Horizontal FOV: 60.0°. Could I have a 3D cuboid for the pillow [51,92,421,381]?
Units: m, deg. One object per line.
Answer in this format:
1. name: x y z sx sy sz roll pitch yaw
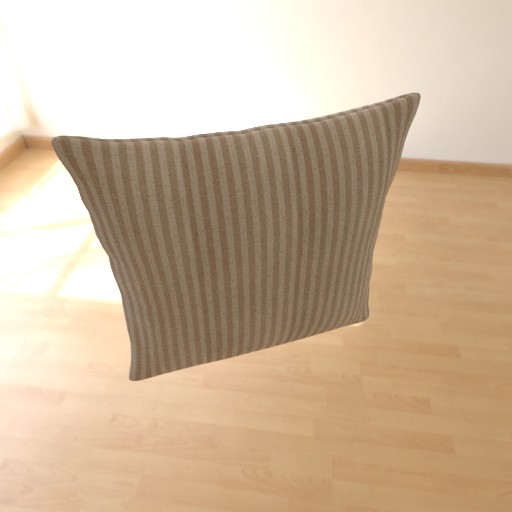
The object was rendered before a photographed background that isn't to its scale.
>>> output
1. pillow: 0.000 0.000 0.761 0.523 0.510 0.166 -12 41 -13
